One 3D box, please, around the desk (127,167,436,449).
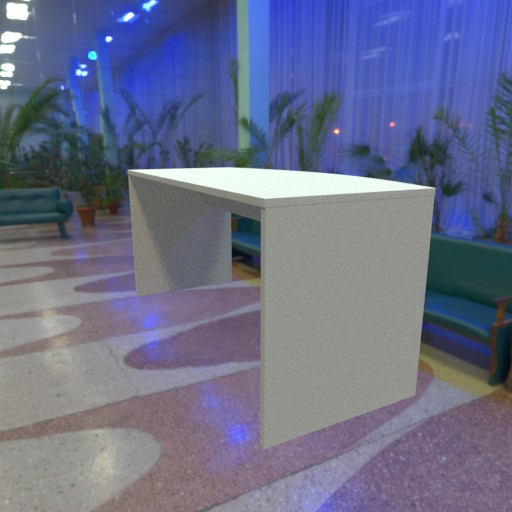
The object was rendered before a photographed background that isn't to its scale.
[{"bbox_3d":[0.000,0.000,2.104,0.802,0.750,1.600,-7,16,-27],"label":"desk"}]
